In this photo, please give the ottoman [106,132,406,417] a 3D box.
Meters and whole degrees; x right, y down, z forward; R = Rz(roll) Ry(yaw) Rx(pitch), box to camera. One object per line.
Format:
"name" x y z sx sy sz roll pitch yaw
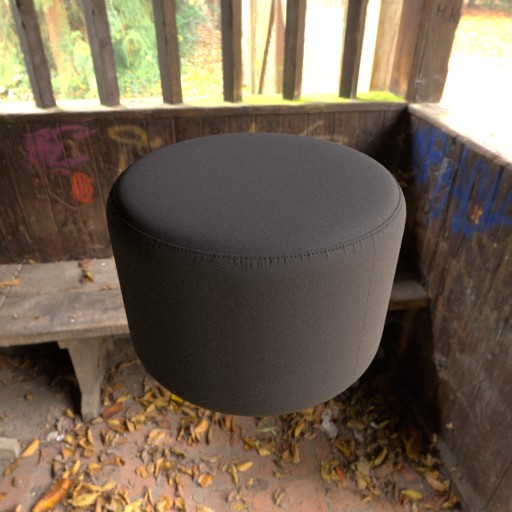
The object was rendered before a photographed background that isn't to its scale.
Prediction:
"ottoman" 0.000 0.000 1.013 0.608 0.433 0.608 0 33 0
